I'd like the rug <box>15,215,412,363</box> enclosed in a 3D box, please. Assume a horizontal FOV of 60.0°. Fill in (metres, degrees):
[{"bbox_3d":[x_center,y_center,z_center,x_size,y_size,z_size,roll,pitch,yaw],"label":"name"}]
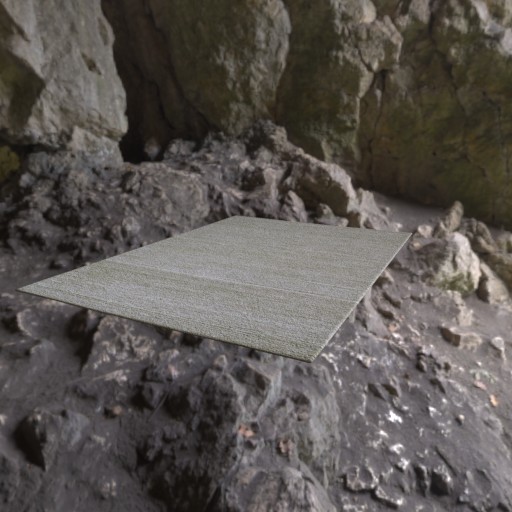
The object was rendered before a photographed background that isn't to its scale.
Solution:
[{"bbox_3d":[0.000,0.000,2.879,1.606,0.017,2.270,8,18,26],"label":"rug"}]
